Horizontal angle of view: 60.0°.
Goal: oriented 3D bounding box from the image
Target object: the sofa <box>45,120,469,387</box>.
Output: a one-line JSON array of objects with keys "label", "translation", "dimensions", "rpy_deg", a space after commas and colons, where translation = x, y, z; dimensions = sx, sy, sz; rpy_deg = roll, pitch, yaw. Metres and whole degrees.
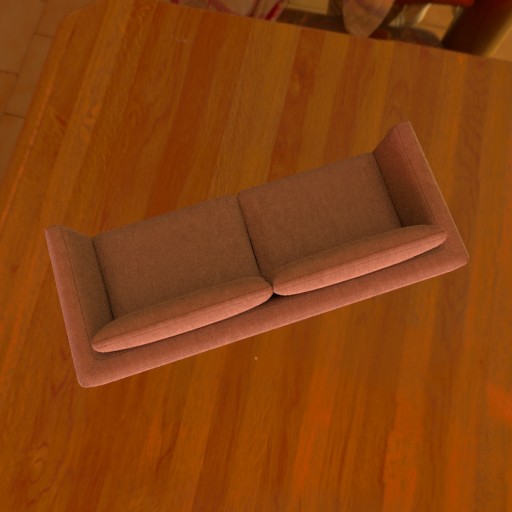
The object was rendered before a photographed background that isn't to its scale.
[{"label": "sofa", "translation": [0.000, 0.000, 2.599], "dimensions": [2.121, 0.864, 0.889], "rpy_deg": [-17, 78, -4]}]
